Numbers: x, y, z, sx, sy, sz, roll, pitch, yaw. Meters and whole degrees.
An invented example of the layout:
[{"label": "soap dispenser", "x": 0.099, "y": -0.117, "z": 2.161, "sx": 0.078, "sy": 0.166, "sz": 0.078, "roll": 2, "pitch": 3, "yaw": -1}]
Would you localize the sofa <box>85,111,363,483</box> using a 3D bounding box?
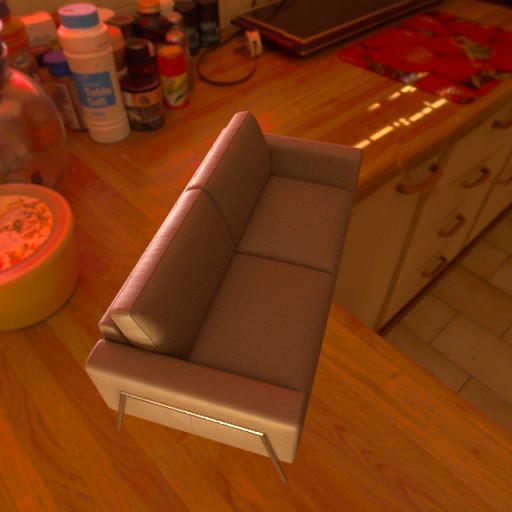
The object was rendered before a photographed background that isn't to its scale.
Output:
[{"label": "sofa", "x": 0.000, "y": 0.000, "z": 2.571, "sx": 0.953, "sy": 0.875, "sz": 2.017, "roll": 12, "pitch": 48, "yaw": 11}]
